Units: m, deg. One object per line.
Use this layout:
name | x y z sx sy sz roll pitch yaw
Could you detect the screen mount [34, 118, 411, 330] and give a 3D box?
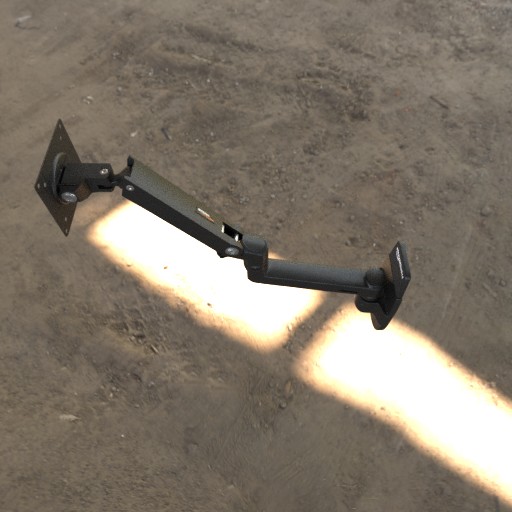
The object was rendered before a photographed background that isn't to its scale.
screen mount | 0.000 0.000 0.721 0.495 0.466 0.115 1 58 0
